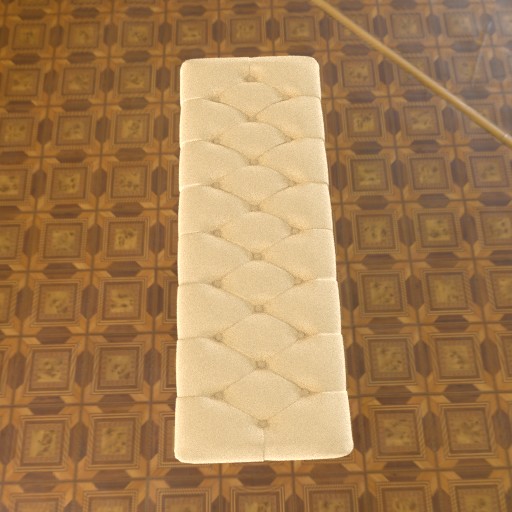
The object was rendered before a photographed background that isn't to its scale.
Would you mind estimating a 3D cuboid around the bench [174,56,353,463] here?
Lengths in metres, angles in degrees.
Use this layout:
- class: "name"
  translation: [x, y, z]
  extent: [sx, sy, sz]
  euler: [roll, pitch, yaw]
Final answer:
- class: "bench"
  translation: [0.000, 0.000, 1.310]
  extent: [0.400, 0.470, 1.054]
  euler: [-2, 74, -1]
